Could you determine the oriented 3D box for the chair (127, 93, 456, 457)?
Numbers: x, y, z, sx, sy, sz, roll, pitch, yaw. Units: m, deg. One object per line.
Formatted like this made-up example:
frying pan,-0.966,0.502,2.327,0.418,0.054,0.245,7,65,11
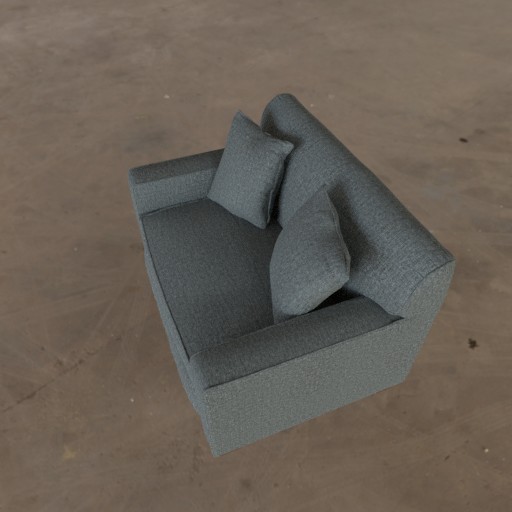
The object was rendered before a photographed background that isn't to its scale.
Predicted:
chair,0.000,0.000,2.125,1.000,0.948,1.383,-16,48,-15
